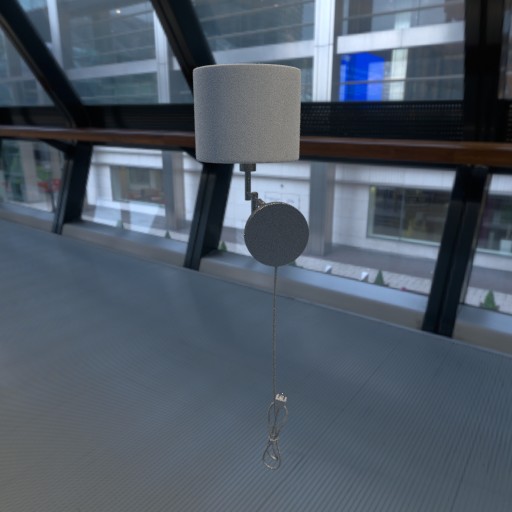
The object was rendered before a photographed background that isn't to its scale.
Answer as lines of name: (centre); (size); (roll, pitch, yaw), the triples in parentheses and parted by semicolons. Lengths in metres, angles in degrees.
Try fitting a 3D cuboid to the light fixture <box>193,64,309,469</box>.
light fixture: (0.000, 0.000, 1.053); (0.253, 0.842, 0.479); (-3, 16, -10)
